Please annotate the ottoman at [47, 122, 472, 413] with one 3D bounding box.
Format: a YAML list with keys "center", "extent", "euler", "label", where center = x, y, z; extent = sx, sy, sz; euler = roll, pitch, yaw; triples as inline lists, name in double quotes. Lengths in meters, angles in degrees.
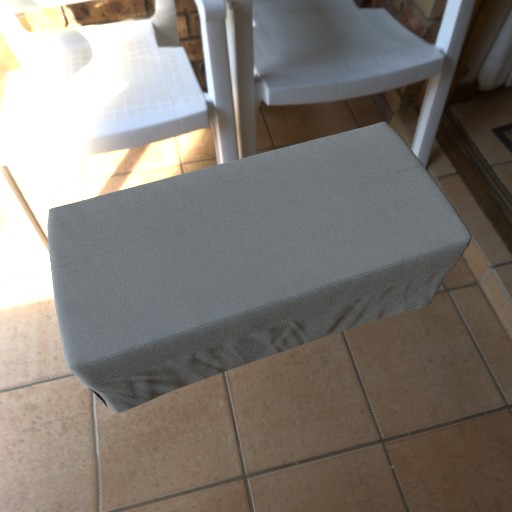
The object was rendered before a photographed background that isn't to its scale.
- center: [0.000, 0.000, 1.685]
  extent: [1.388, 0.457, 0.665]
  euler: [-17, 60, -10]
  label: "ottoman"
